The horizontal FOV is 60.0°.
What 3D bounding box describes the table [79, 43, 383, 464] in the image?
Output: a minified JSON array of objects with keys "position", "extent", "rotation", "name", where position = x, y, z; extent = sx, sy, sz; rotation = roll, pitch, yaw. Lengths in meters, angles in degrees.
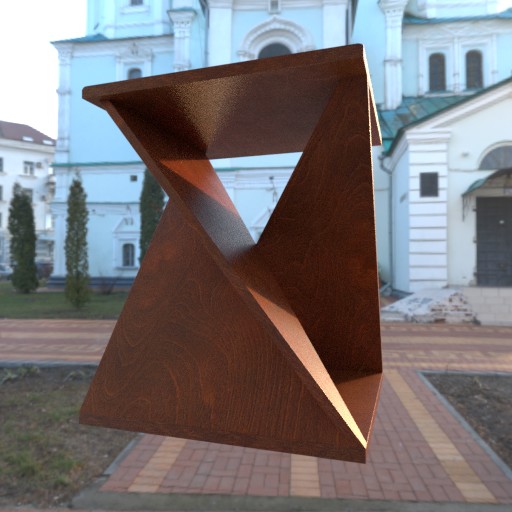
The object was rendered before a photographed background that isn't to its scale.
[{"position":[0.000,0.000,0.817],"extent":[0.427,0.520,0.427],"rotation":[0,-1,19],"name":"table"}]
